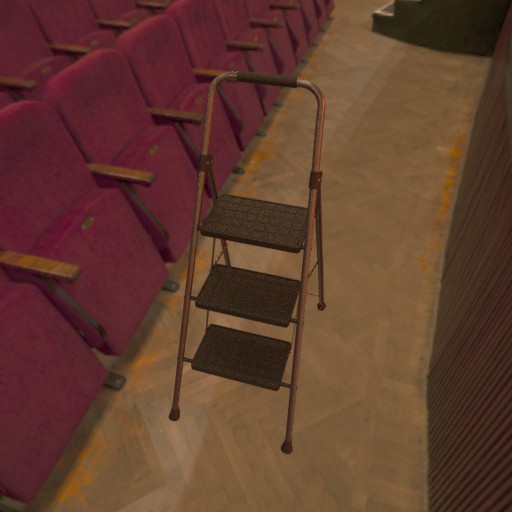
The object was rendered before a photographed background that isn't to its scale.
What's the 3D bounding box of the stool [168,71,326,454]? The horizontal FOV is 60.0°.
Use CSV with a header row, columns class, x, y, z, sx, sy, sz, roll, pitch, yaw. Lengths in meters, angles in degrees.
class,x,y,z,sx,sy,sz,roll,pitch,yaw
stool,0.000,0.000,1.480,0.473,1.121,0.733,11,43,12
